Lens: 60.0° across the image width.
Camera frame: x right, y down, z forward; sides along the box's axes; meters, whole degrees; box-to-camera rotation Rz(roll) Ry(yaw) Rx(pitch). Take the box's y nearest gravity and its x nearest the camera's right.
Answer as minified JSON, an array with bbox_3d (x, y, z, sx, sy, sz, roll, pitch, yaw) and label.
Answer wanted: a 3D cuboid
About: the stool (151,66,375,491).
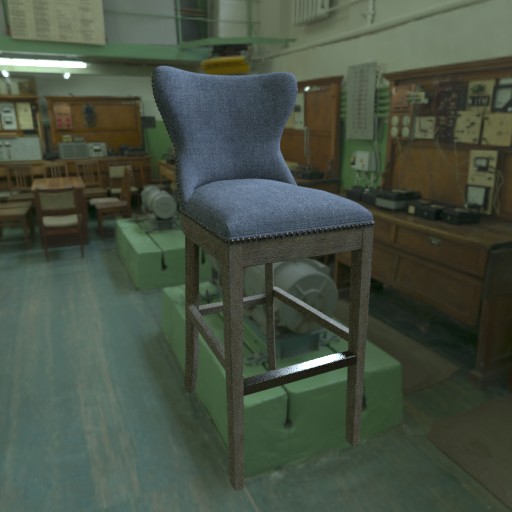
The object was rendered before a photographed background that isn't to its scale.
[{"bbox_3d":[0.000,0.000,1.391,0.494,1.123,0.606,-8,19,-25],"label":"stool"}]
